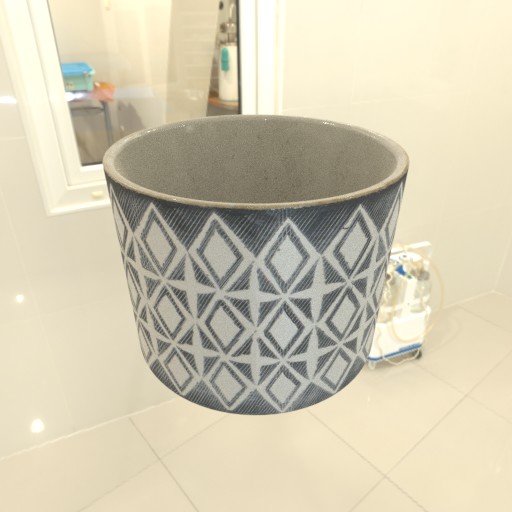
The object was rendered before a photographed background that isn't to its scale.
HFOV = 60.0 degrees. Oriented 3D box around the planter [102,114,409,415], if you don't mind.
[{"bbox_3d":[0.000,0.000,0.331,0.192,0.165,0.192,0,30,0],"label":"planter"}]
